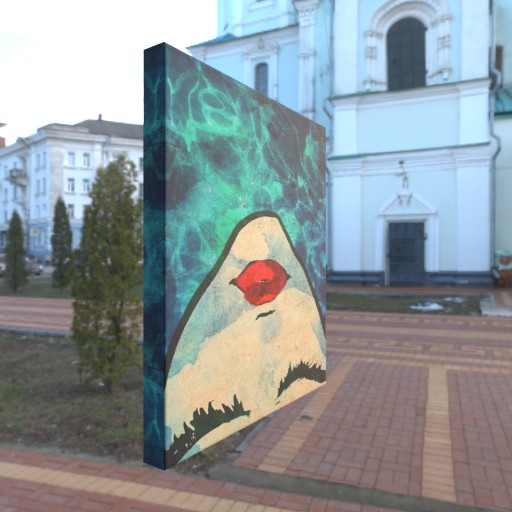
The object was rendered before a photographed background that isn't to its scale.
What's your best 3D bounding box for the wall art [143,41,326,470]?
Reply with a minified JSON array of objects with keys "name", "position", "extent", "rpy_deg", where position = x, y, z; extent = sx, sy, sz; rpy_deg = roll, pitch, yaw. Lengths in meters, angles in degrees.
[{"name":"wall art","position":[0.000,0.000,0.711],"extent":[0.038,0.508,0.432],"rpy_deg":[0,0,35]}]
